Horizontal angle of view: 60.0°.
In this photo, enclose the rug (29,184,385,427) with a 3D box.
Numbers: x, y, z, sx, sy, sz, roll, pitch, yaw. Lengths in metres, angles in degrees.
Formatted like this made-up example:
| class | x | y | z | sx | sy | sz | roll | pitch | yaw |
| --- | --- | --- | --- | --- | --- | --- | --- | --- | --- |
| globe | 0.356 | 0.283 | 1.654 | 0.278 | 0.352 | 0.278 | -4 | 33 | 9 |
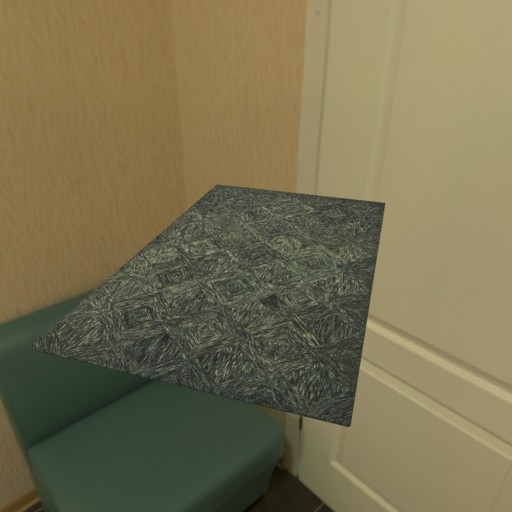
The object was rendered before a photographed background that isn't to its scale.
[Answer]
| class | x | y | z | sx | sy | sz | roll | pitch | yaw |
| --- | --- | --- | --- | --- | --- | --- | --- | --- | --- |
| rug | 0.000 | 0.000 | 2.833 | 1.478 | 0.017 | 2.330 | 9 | 30 | 15 |
